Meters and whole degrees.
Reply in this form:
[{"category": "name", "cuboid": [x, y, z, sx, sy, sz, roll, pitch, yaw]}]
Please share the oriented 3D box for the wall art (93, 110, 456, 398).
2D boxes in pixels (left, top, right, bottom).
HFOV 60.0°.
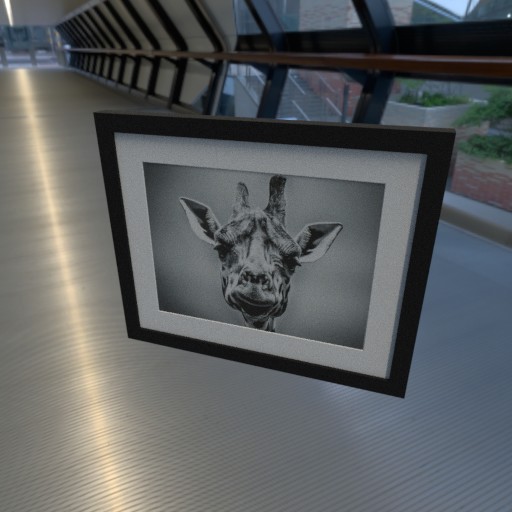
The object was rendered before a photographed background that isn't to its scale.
[{"category": "wall art", "cuboid": [0.000, 0.000, 0.768, 0.558, 0.457, 0.031, 8, 27, 16]}]
